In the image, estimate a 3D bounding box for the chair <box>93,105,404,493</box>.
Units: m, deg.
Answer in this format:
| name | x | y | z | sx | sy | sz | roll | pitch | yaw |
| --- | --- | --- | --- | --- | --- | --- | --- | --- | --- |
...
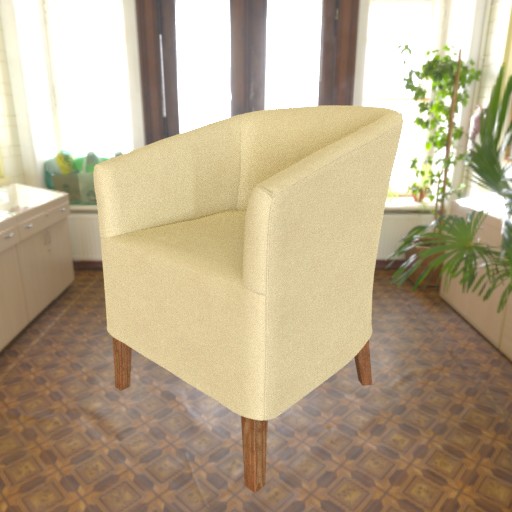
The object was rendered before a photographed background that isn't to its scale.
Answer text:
| name | x | y | z | sx | sy | sz | roll | pitch | yaw |
| --- | --- | --- | --- | --- | --- | --- | --- | --- | --- |
| chair | 0.000 | 0.000 | 1.259 | 0.643 | 0.822 | 0.657 | 15 | 23 | 41 |
